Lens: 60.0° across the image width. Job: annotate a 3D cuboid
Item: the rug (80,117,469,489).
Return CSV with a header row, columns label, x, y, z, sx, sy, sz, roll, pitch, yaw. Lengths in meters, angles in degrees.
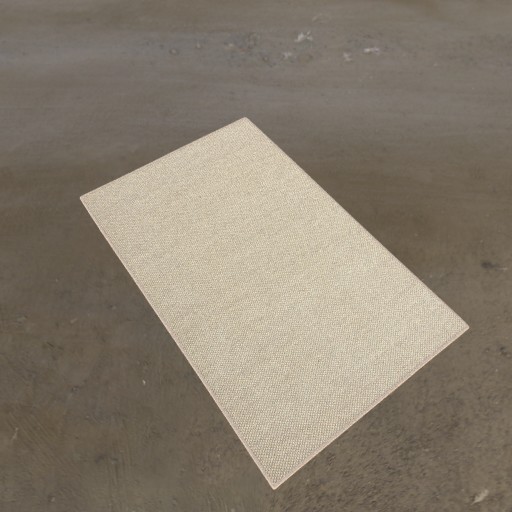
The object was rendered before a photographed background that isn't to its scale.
label,x,y,z,sx,sy,sz,roll,pitch,yaw
rug,0.000,0.000,2.109,1.067,0.013,1.676,-31,62,-19
